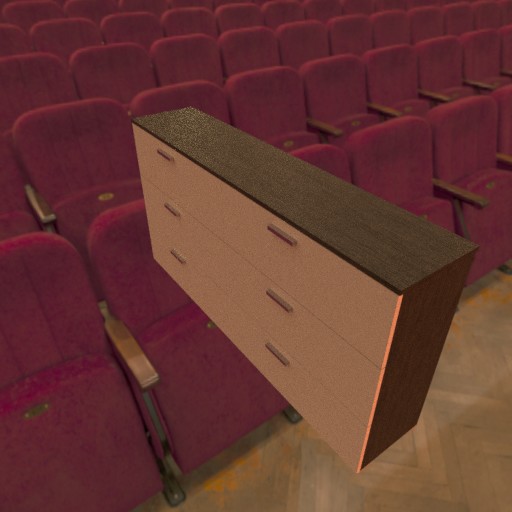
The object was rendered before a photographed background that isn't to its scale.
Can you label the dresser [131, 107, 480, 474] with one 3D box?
[{"bbox_3d":[0.000,0.000,1.817,0.333,0.790,1.535,-23,41,-29],"label":"dresser"}]
